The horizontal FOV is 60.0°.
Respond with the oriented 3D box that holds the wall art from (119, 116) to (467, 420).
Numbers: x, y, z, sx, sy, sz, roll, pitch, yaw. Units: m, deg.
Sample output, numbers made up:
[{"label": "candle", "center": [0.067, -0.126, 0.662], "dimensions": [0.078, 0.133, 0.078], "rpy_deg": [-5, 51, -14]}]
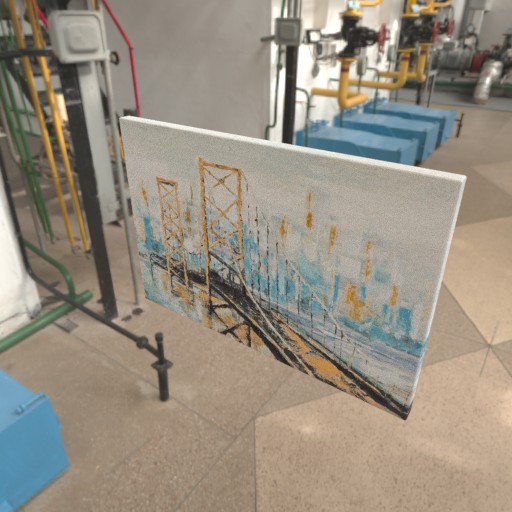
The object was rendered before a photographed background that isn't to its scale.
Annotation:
[{"label": "wall art", "center": [0.000, 0.000, 1.170], "dimensions": [0.913, 0.609, 0.038], "rpy_deg": [19, 34, 30]}]
